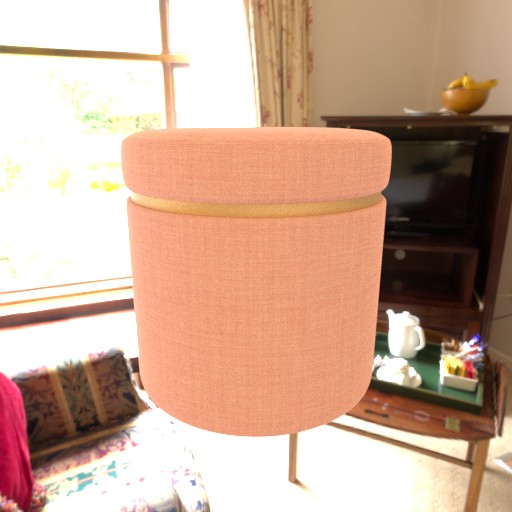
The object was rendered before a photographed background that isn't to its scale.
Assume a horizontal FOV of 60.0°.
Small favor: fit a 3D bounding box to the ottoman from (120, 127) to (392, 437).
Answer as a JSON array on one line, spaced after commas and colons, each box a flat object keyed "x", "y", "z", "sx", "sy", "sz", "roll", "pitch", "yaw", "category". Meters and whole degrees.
[{"x": 0.000, "y": 0.000, "z": 0.727, "sx": 0.400, "sy": 0.406, "sz": 0.400, "roll": 0, "pitch": 16, "yaw": 0, "category": "ottoman"}]
